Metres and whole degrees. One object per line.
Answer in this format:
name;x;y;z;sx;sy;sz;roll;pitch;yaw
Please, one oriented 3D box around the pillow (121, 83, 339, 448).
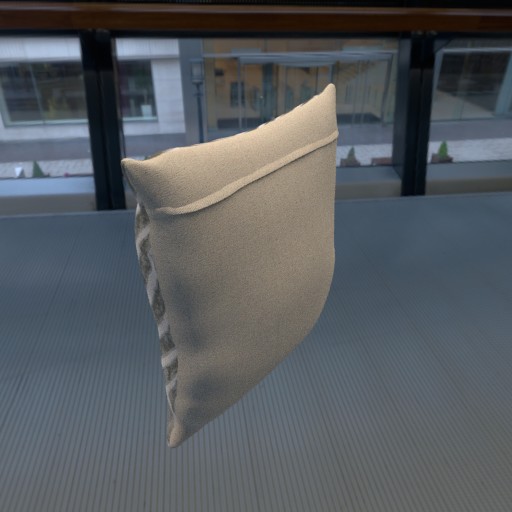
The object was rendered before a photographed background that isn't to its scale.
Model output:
pillow;0.000;0.000;0.678;0.182;0.441;0.440;21;37;30
